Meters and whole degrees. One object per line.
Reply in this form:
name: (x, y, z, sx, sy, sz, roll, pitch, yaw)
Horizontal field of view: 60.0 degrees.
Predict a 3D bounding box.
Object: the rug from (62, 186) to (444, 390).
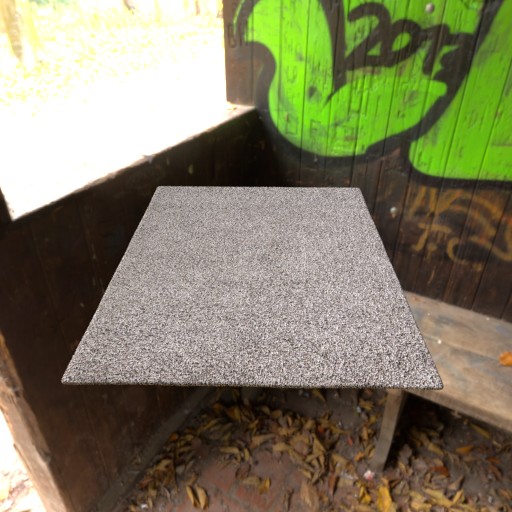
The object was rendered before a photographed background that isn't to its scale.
rug: (0.000, 0.000, 4.082, 2.438, 0.029, 3.047, 1, 33, 1)
